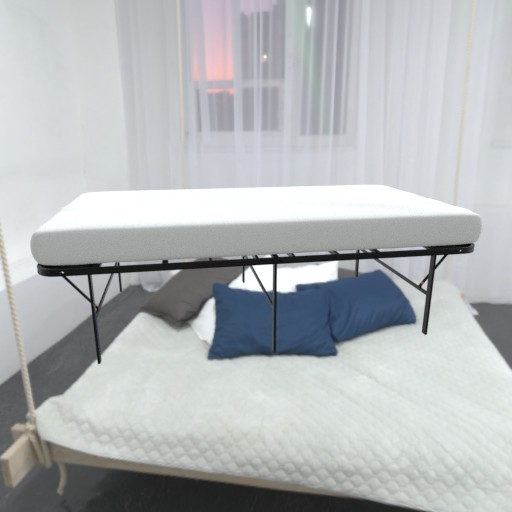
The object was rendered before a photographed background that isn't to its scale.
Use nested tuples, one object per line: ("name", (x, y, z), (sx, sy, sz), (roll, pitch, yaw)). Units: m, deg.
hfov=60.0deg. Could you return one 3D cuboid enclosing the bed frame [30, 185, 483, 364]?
("bed frame", (0.000, 0.000, 2.327), (1.903, 0.619, 0.989), (-3, 17, -10))
